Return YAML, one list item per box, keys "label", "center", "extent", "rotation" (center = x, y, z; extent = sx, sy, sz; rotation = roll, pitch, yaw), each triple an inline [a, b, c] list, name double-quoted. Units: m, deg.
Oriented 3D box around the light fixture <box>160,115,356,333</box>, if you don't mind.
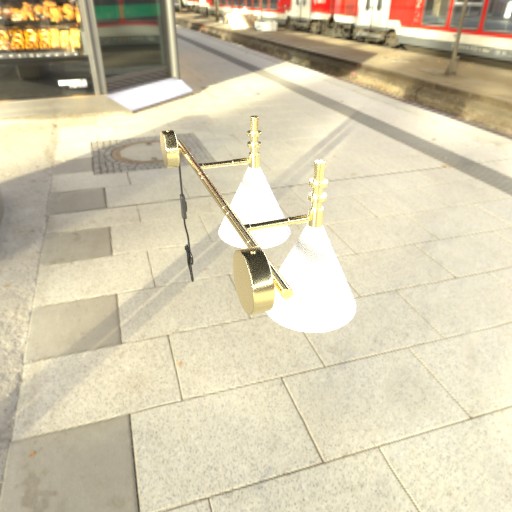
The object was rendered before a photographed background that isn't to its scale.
- label: "light fixture"
  center: [0.000, 0.000, 0.857]
  extent: [0.239, 0.468, 0.642]
  rotation: [-11, 33, -17]
